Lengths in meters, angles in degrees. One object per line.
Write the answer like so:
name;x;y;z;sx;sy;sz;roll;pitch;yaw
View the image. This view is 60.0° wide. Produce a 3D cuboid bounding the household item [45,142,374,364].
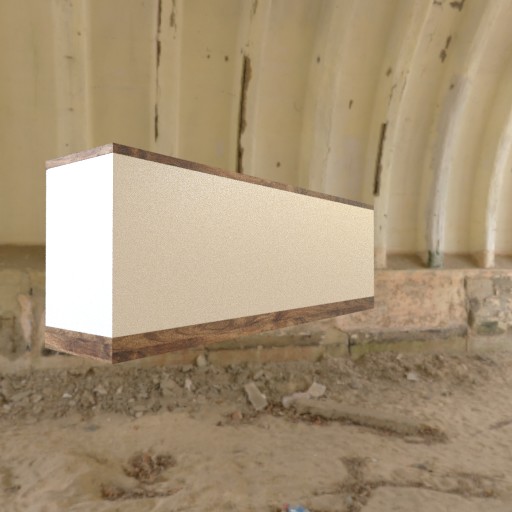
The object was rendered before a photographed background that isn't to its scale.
household item;0.000;0.000;2.059;0.390;0.615;1.800;0;-1;38
